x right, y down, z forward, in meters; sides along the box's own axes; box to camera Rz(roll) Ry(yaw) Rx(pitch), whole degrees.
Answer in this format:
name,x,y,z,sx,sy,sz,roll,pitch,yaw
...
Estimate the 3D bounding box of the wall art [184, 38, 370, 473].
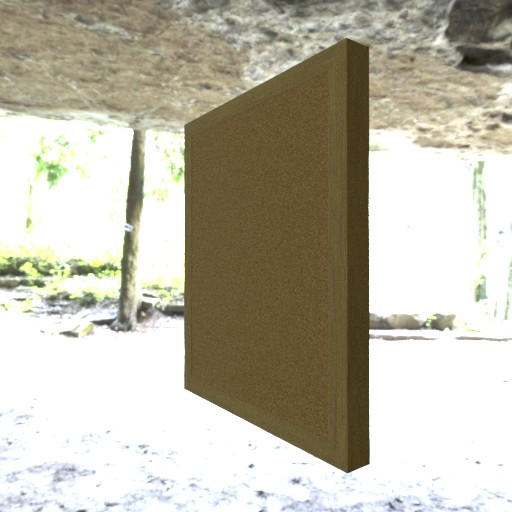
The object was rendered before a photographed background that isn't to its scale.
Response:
name,x,y,z,sx,sy,sz,roll,pitch,yaw
wall art,0.000,0.000,0.521,0.030,0.380,0.312,0,-1,-36
